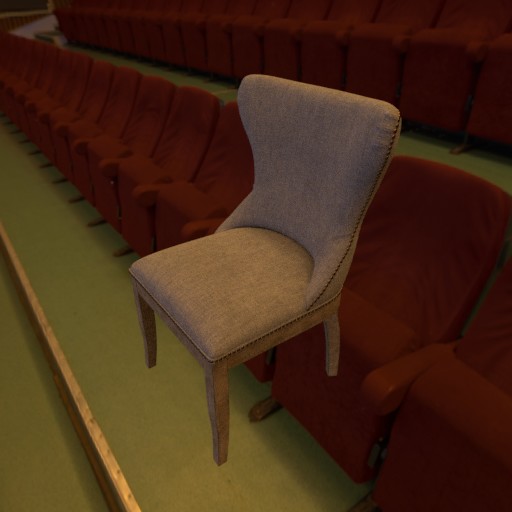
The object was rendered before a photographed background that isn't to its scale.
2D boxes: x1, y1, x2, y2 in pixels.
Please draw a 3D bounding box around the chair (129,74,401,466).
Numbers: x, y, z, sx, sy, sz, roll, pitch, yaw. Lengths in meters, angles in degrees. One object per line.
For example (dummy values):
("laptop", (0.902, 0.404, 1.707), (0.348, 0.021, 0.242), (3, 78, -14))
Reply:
("chair", (0.000, 0.000, 1.445), (0.681, 1.002, 0.654), (-21, 37, -30))
